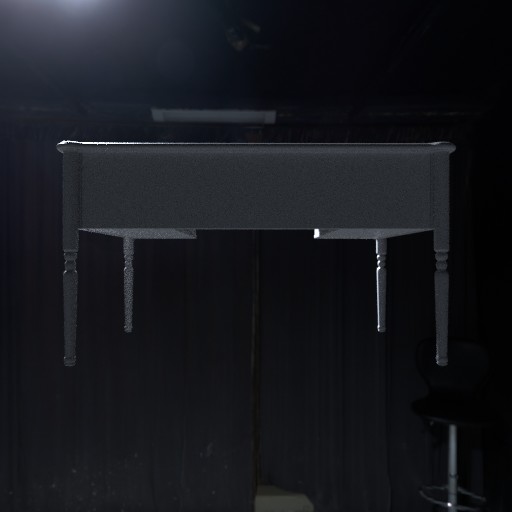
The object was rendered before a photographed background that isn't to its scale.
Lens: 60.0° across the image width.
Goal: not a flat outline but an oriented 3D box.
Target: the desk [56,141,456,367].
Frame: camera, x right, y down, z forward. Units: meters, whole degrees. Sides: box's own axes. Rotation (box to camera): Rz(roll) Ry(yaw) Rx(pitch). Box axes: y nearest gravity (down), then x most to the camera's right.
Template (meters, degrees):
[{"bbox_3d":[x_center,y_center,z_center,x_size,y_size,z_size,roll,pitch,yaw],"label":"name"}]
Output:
[{"bbox_3d":[0.000,0.000,1.882,1.380,0.762,0.807,0,-1,0],"label":"desk"}]
